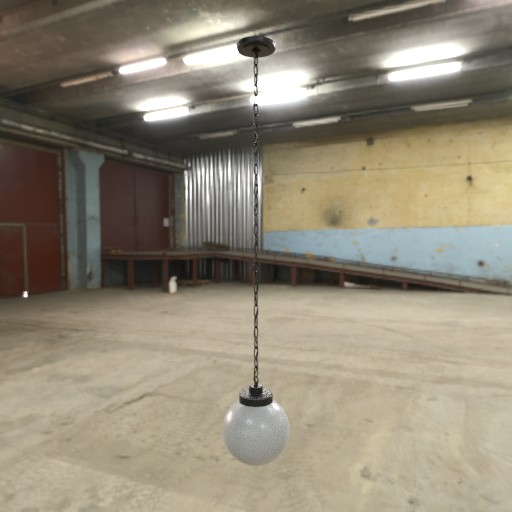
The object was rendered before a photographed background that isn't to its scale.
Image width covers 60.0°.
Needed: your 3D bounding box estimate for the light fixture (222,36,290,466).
[{"bbox_3d":[0.000,0.000,1.984,0.304,1.867,0.305,-1,2,-36],"label":"light fixture"}]
